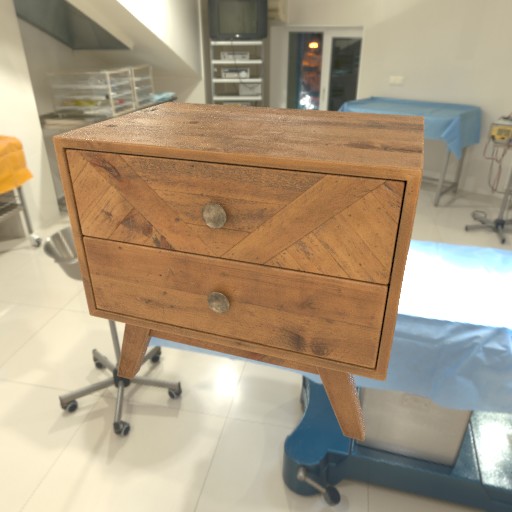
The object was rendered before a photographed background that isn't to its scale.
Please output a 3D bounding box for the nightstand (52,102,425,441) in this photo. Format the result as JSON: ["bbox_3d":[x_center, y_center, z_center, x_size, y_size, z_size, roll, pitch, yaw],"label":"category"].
[{"bbox_3d":[0.000,0.000,1.042,0.650,0.599,0.450,9,29,17],"label":"nightstand"}]
